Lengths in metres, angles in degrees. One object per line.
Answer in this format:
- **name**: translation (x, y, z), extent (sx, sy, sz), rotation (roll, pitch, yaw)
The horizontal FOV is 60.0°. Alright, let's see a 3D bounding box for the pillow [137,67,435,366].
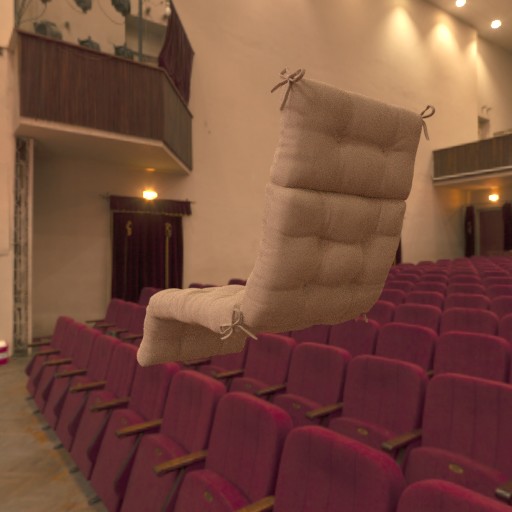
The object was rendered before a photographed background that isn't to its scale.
- **pillow**: translation (0.000, 0.000, 1.490), extent (0.526, 0.863, 1.016), rotation (0, 0, -35)
